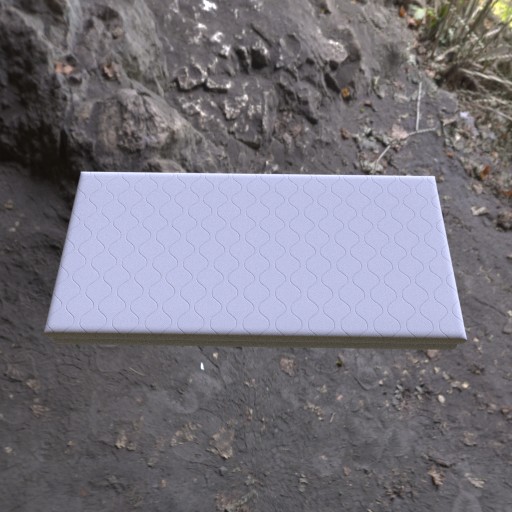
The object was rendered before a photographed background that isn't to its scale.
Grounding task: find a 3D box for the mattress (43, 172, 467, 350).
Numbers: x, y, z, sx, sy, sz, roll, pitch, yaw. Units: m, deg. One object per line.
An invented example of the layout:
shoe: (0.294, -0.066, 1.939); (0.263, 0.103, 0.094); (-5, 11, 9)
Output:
mattress: (0.000, 0.000, 2.248); (1.900, 0.200, 0.900); (1, 64, 0)
